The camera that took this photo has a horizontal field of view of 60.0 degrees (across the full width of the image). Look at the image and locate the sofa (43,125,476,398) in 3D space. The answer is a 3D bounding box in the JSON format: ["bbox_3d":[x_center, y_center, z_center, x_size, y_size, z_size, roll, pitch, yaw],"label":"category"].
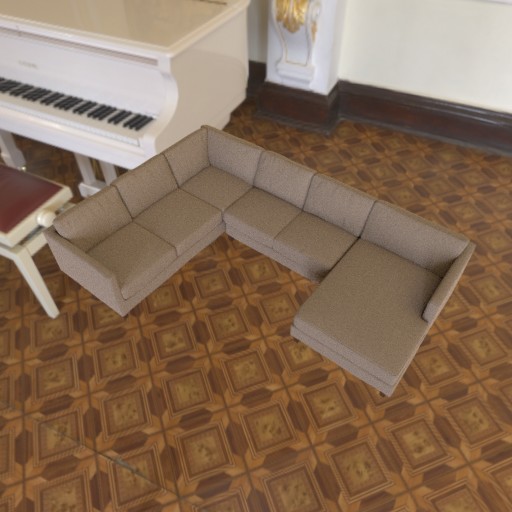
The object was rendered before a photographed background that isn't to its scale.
[{"bbox_3d":[0.000,0.000,4.435,3.438,0.865,2.424,29,53,25],"label":"sofa"}]
